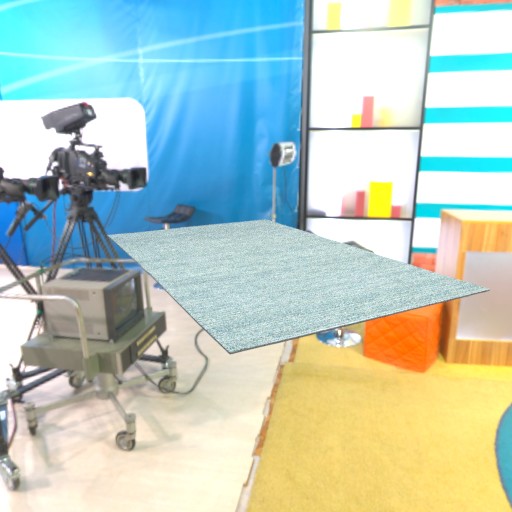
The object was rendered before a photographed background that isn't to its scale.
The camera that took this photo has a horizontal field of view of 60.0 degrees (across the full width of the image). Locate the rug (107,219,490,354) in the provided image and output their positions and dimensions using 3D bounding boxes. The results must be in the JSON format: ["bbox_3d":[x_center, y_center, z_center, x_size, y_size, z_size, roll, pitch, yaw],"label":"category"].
[{"bbox_3d":[0.000,0.000,2.319,1.174,0.022,1.853,-8,17,-27],"label":"rug"}]
